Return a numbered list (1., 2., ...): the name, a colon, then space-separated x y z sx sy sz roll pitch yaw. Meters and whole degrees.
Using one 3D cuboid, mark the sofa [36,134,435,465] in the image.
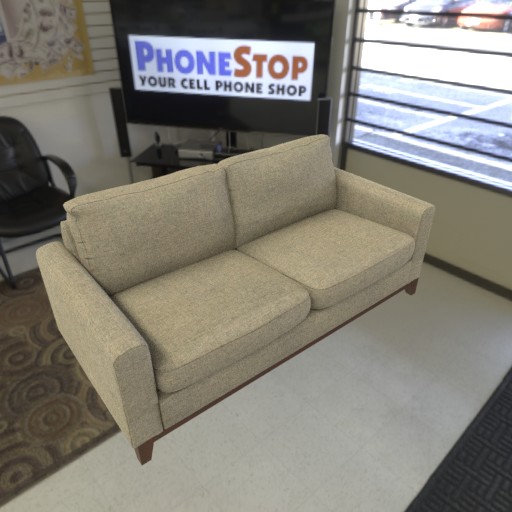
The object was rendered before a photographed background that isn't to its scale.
1. sofa: 0.000 0.000 2.419 1.978 0.892 0.969 -23 39 -32
